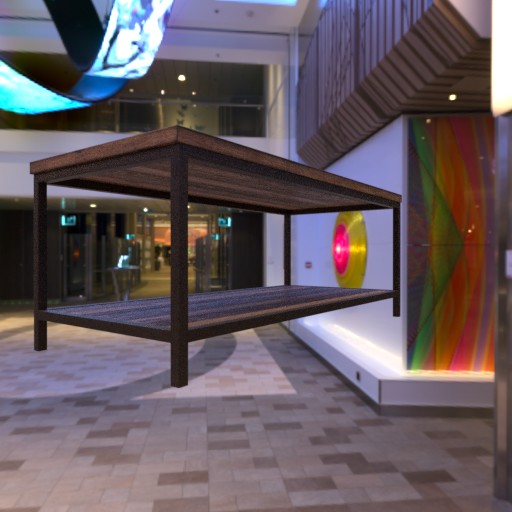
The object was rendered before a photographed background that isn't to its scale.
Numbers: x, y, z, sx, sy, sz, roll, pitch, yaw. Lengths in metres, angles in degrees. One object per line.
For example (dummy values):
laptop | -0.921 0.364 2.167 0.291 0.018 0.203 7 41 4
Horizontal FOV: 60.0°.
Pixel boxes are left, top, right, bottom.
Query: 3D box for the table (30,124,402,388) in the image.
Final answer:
table | 0.000 0.000 1.197 0.452 0.399 0.990 0 0 37
